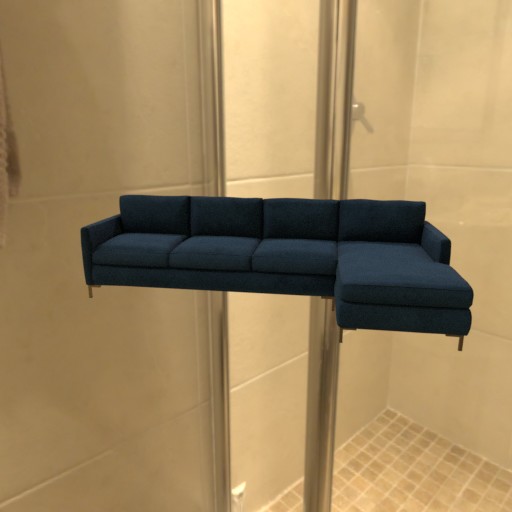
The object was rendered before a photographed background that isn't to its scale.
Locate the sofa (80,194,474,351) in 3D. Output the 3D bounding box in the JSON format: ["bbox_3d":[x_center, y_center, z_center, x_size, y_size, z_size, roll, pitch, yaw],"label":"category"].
[{"bbox_3d":[0.000,0.000,3.541,2.932,0.810,1.350,2,15,9],"label":"sofa"}]
